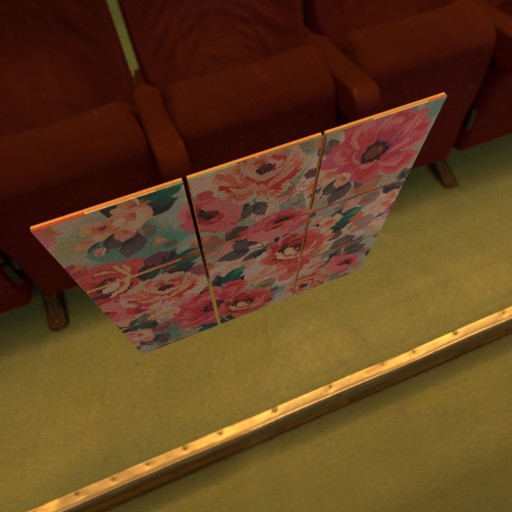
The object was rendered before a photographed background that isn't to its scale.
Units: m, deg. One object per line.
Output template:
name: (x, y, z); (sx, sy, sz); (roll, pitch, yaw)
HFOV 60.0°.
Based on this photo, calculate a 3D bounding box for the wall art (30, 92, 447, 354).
wall art: (0.000, 0.000, 1.312); (0.911, 0.910, 0.012); (-20, 65, -10)
